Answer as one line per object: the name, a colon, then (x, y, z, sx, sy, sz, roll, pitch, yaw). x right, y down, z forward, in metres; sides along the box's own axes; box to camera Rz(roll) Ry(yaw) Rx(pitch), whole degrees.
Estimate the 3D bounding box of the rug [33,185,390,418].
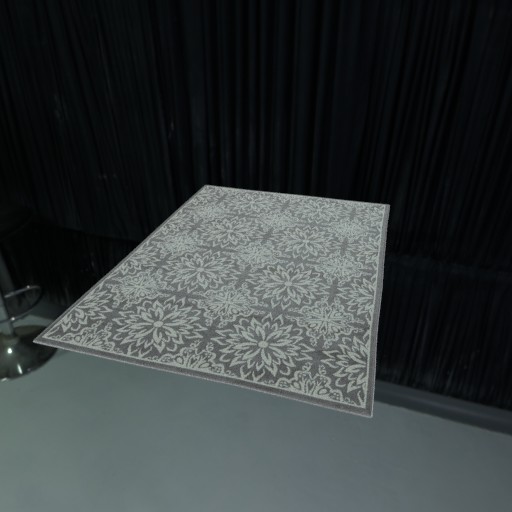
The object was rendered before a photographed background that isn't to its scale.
rug: (0.000, 0.000, 2.870, 1.608, 0.014, 2.213, 8, 31, 14)
